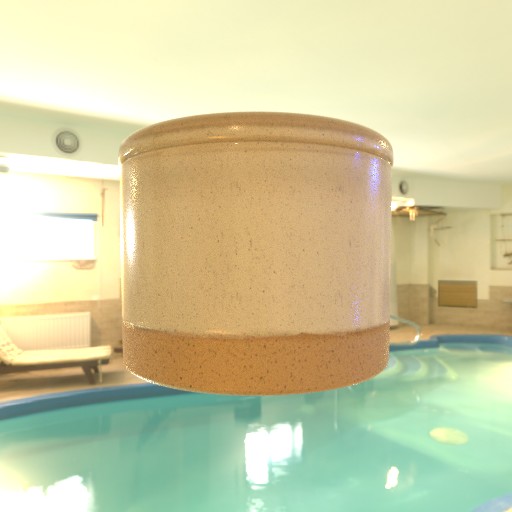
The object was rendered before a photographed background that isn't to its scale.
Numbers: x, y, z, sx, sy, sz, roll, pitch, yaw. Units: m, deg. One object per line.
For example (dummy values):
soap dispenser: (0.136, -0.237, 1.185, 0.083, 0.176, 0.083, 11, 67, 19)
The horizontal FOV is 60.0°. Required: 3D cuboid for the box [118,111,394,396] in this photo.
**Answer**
box: (0.000, 0.000, 0.260, 0.154, 0.123, 0.154, 0, 0, 0)
